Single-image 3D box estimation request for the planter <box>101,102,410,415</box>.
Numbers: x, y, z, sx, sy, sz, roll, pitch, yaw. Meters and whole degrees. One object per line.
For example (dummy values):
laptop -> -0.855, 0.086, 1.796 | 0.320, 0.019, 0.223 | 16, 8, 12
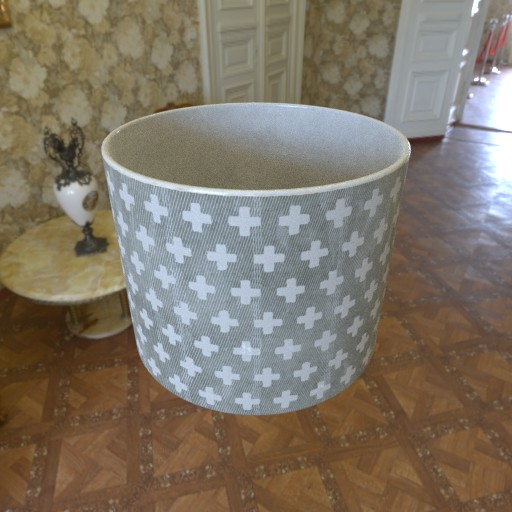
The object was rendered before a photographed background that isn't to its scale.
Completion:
planter -> 0.000, 0.000, 0.330 | 0.190, 0.181, 0.190 | 0, 31, 0
